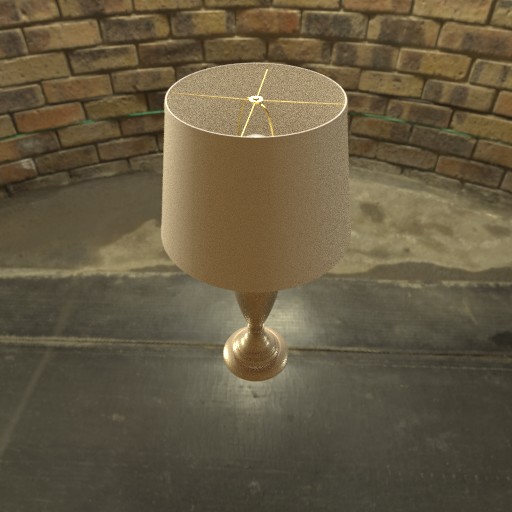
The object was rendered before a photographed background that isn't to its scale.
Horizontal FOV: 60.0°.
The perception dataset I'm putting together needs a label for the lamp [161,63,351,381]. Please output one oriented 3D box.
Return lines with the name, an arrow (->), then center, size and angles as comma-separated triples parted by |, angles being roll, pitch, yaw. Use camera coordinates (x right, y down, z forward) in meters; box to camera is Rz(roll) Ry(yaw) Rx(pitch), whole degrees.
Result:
lamp -> 0.000, 0.000, 0.827 | 0.328, 0.612, 0.328 | 0, 42, 0
